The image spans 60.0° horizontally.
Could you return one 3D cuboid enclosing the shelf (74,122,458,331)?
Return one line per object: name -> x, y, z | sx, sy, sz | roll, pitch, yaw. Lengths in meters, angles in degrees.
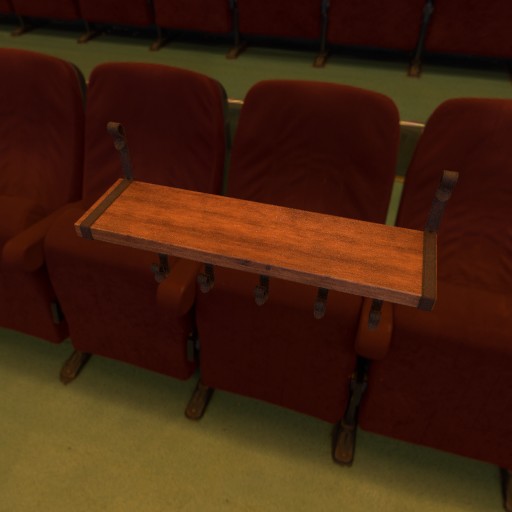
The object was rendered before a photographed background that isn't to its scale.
shelf -> 0.000, 0.000, 0.720 | 0.567, 0.330, 0.146 | 11, 43, 13
